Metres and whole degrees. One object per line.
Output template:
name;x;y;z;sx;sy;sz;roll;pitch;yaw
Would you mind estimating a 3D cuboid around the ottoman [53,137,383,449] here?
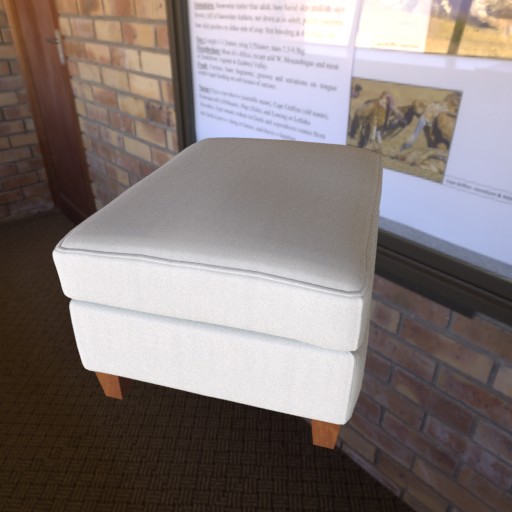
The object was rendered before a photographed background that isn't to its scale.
ottoman;0.000;0.000;1.217;0.634;0.496;0.818;8;31;13
